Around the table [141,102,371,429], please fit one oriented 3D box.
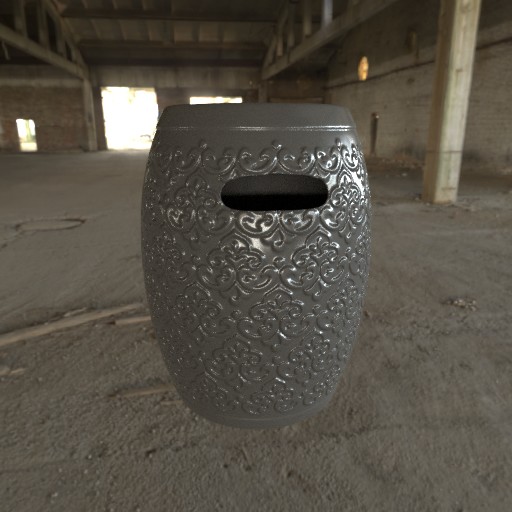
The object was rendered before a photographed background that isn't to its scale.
[{"bbox_3d":[0.000,0.000,0.620,0.309,0.397,0.309,0,16,0],"label":"table"}]
